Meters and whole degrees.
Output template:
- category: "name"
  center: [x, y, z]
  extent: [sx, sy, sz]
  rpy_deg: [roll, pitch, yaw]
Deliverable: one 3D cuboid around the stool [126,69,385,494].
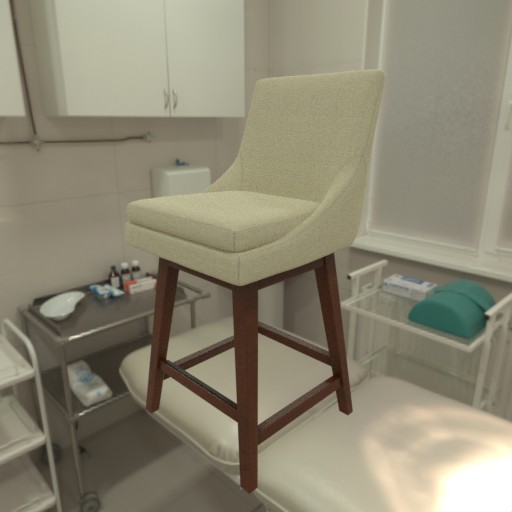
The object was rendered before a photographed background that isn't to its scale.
- category: "stool"
  center: [0.000, 0.000, 1.257]
  extent: [0.559, 0.991, 0.469]
  rpy_deg: [-16, 24, -42]
